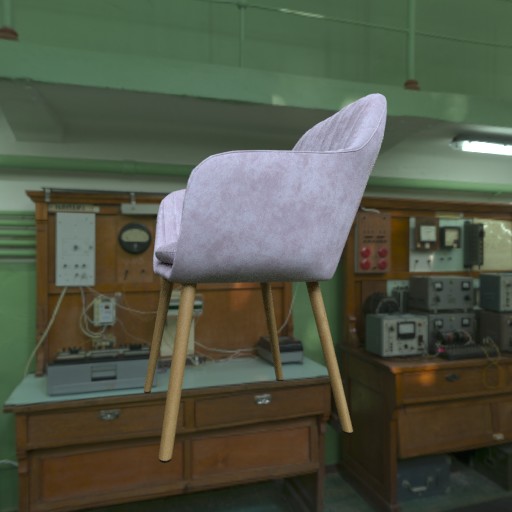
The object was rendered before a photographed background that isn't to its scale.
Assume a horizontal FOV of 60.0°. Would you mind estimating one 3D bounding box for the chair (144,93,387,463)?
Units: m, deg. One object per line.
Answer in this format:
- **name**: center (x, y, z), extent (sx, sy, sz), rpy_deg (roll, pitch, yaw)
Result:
- **chair**: center (0.000, 0.000, 1.210), extent (0.570, 0.832, 0.610), rpy_deg (0, 1, -18)
